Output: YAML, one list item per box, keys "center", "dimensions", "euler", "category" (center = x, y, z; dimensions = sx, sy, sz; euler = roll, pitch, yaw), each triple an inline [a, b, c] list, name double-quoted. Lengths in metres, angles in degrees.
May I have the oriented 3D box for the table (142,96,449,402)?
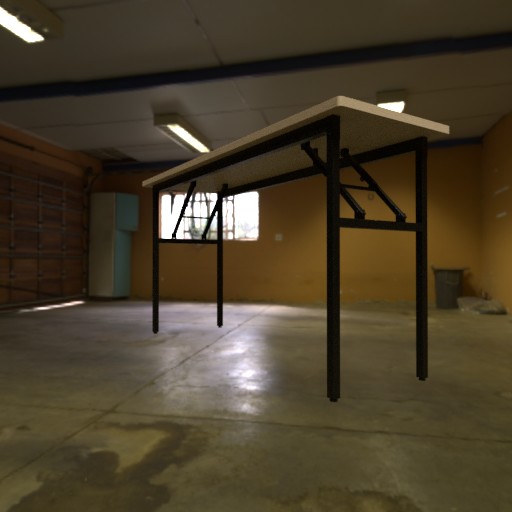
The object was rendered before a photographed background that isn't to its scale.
- center: [0.000, 0.000, 1.755]
  dimensions: [0.447, 0.750, 1.397]
  euler: [0, -1, -33]
  category: "table"
